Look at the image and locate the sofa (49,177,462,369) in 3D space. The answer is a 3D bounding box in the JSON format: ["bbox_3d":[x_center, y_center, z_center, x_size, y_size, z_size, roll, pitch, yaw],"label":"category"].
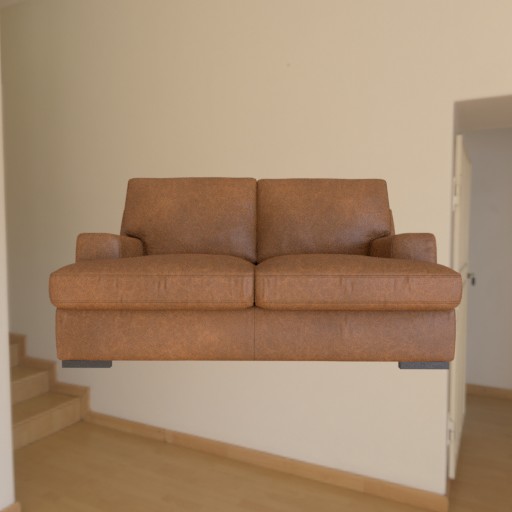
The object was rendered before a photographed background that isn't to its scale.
[{"bbox_3d":[0.000,0.000,2.482,1.880,0.966,1.144,0,3,1],"label":"sofa"}]
